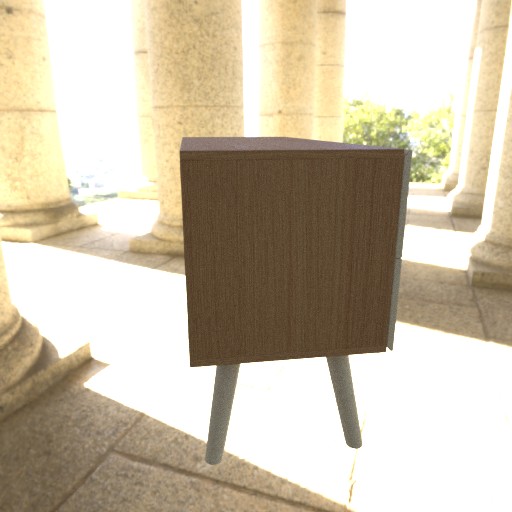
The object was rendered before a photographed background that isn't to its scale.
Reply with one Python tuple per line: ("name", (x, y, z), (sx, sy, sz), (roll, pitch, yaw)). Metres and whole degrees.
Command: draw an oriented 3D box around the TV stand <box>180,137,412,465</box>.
("TV stand", (0.000, 0.000, 1.313), (0.407, 0.660, 0.991), (-2, 16, -8))
